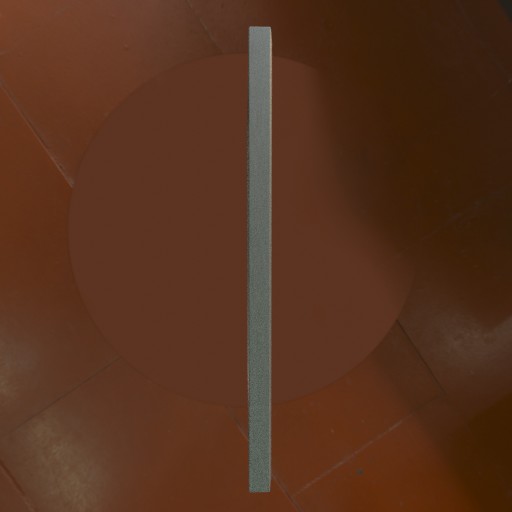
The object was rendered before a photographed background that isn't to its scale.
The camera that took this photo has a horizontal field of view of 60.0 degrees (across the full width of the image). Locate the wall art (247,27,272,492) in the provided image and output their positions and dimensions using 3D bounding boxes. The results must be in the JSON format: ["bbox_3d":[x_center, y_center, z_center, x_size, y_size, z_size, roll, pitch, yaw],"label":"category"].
[{"bbox_3d":[0.000,0.000,0.756,0.028,0.457,0.556,0,93,-1],"label":"wall art"}]
